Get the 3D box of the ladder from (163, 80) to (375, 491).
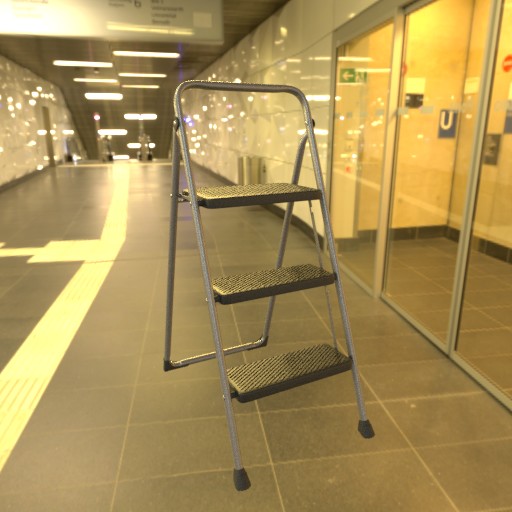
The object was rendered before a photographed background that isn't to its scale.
[{"bbox_3d":[0.000,0.000,1.276,0.430,0.945,0.629,-8,18,-27],"label":"ladder"}]
